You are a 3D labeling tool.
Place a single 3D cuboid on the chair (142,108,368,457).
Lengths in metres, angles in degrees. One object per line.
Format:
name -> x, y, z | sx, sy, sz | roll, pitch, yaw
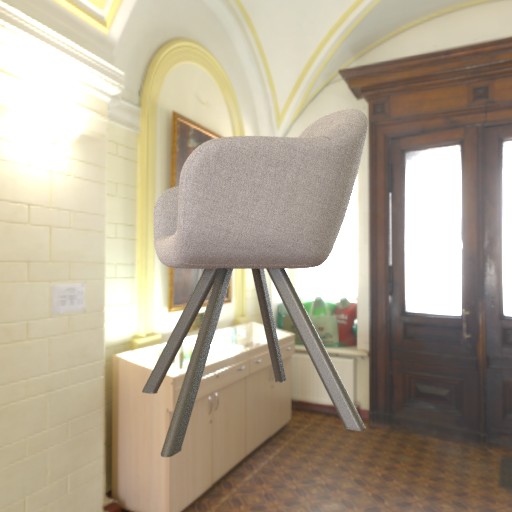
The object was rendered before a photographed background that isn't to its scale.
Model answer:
chair -> 0.000, 0.000, 1.185 | 0.550, 0.795, 0.590 | 1, -2, -19
